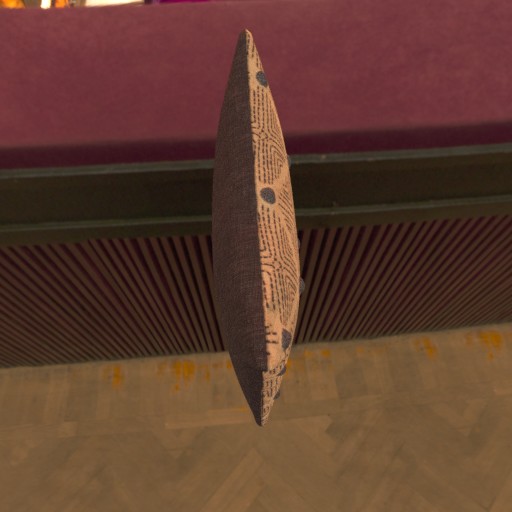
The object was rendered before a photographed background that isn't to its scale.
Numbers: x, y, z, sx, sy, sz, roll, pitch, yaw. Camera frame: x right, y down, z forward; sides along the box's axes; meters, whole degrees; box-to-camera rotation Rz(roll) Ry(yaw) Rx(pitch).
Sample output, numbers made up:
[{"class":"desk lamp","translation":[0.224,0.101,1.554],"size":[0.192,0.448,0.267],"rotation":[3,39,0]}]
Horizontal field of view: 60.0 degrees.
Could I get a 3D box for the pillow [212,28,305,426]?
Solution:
[{"class":"pillow","translation":[0.000,0.000,0.772],"size":[0.145,0.510,0.510],"rotation":[-3,64,-1]}]
